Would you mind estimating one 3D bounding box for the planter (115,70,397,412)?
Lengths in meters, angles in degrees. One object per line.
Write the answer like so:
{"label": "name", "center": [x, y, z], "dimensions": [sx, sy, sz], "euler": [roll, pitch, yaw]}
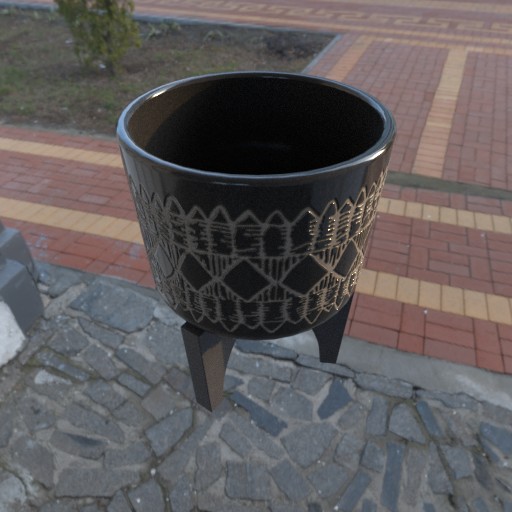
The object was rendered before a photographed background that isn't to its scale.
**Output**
{"label": "planter", "center": [0.000, 0.000, 0.398], "dimensions": [0.196, 0.264, 0.196], "euler": [25, 45, 27]}
